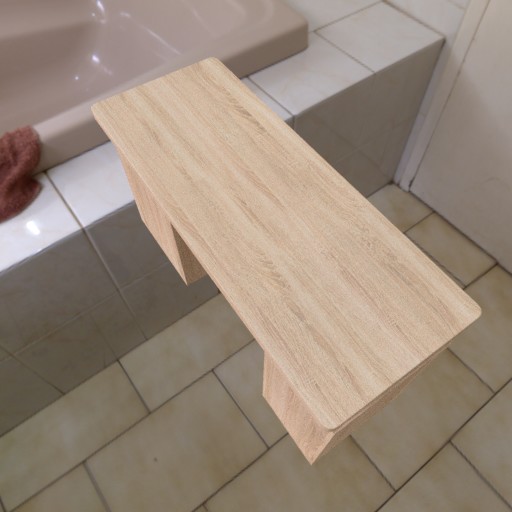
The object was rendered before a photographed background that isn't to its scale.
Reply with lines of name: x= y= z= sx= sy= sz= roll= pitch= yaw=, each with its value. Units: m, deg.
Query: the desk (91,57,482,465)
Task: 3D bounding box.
desk: x=0.000 y=0.000 z=1.746 sx=0.550 sy=0.760 sz=1.400 roll=-30 pitch=62 yaw=-18
